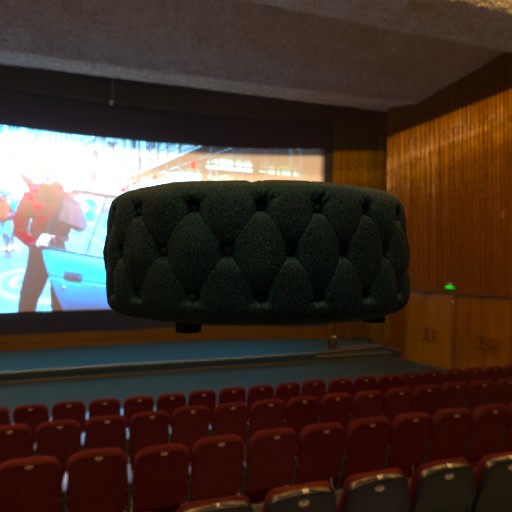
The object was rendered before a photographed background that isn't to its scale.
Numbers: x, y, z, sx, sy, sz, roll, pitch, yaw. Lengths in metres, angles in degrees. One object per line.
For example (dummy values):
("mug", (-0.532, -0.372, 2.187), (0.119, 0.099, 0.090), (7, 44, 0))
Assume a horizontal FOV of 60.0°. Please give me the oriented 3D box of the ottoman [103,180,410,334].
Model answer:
("ottoman", (0.000, 0.000, 1.527), (0.998, 0.398, 0.998), (0, 0, 0))
